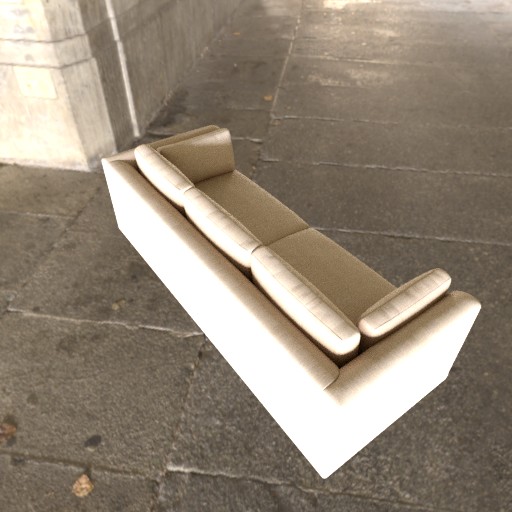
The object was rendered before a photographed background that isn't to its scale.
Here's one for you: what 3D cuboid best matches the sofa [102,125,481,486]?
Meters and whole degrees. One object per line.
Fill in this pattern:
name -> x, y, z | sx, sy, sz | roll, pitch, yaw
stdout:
sofa -> 0.000, 0.000, 2.843 | 0.969, 0.867, 2.415 | -26, 48, -26
